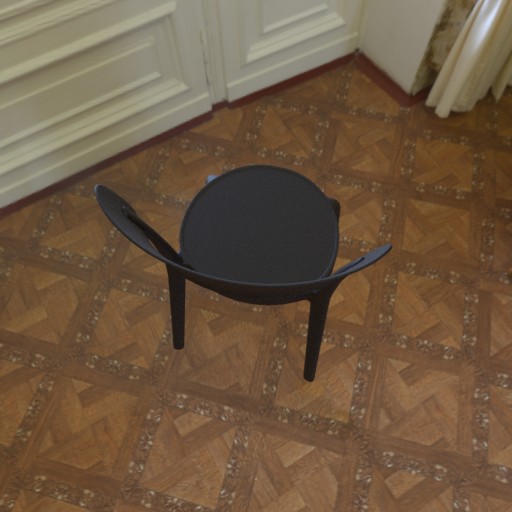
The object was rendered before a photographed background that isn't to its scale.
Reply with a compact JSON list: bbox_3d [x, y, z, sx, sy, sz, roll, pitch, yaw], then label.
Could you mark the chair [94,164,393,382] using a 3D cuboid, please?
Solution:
[{"bbox_3d":[0.000,0.000,1.123,0.506,0.790,0.491,12,64,6],"label":"chair"}]
